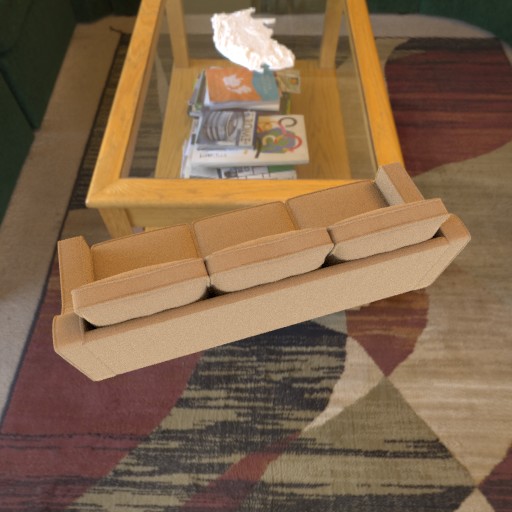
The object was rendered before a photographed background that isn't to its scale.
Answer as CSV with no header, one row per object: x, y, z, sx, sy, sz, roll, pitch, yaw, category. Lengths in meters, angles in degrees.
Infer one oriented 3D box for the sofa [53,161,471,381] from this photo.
0.000,0.000,2.589,2.131,0.902,0.791,-14,58,-9,sofa
